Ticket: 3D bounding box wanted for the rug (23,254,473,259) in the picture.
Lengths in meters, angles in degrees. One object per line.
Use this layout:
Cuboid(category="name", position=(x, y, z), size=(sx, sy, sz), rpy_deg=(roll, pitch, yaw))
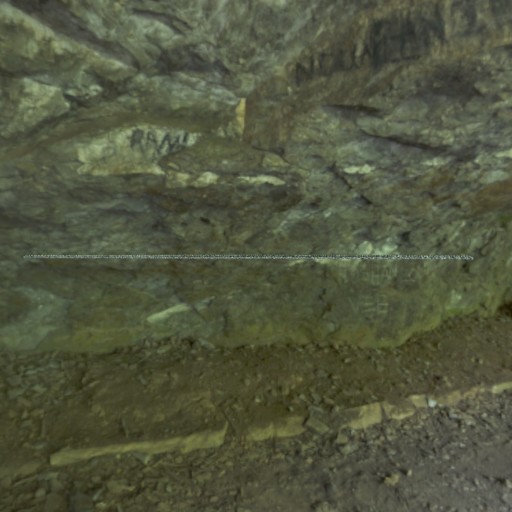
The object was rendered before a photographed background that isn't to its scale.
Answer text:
Cuboid(category="rug", position=(0.000, 0.000, 3.009), size=(2.443, 0.021, 1.538), rpy_deg=(0, 0, 17))
